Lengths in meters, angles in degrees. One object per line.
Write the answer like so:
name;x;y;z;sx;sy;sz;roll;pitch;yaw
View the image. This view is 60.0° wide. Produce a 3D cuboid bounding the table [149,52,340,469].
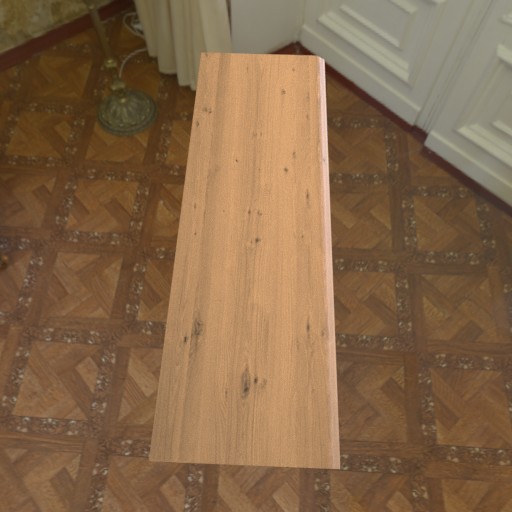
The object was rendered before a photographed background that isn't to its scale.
table;0.000;0.000;1.404;0.400;0.510;1.200;2;65;1
